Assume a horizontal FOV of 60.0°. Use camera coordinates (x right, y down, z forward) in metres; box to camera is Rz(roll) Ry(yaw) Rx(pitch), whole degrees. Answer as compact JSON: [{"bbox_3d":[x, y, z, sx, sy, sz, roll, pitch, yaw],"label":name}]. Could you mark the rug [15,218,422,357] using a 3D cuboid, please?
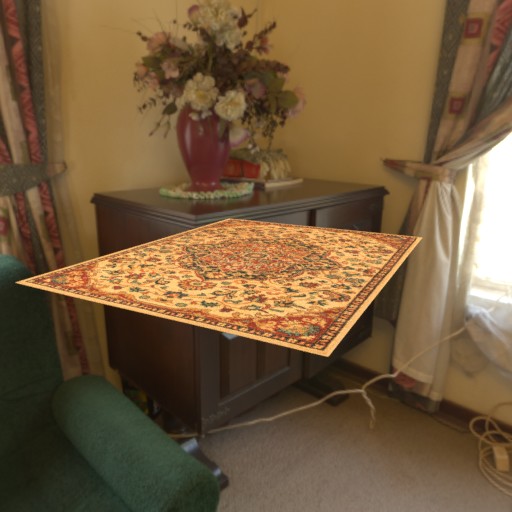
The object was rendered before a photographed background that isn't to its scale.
[{"bbox_3d":[0.000,0.000,4.063,2.454,0.005,3.067,8,17,27],"label":"rug"}]
